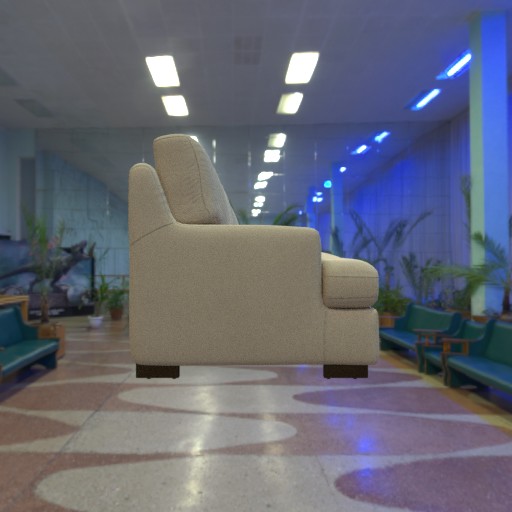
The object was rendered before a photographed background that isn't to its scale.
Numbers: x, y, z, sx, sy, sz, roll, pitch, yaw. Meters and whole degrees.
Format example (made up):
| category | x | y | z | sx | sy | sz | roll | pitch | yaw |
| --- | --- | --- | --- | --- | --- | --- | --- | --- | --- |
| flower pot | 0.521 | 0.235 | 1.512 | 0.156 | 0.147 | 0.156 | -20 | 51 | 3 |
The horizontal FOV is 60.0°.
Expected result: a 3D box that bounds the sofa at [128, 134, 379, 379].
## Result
| category | x | y | z | sx | sy | sz | roll | pitch | yaw |
| --- | --- | --- | --- | --- | --- | --- | --- | --- | --- |
| sofa | 0.000 | 0.000 | 2.654 | 0.929 | 0.925 | 2.147 | 0 | -1 | 0 |
